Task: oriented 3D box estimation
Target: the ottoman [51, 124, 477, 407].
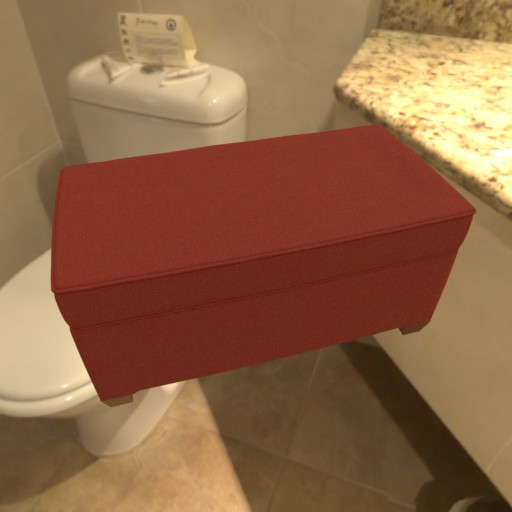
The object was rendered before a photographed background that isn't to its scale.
[{"bbox_3d":[0.000,0.000,1.228,0.948,0.454,0.497,-11,43,-12],"label":"ottoman"}]
